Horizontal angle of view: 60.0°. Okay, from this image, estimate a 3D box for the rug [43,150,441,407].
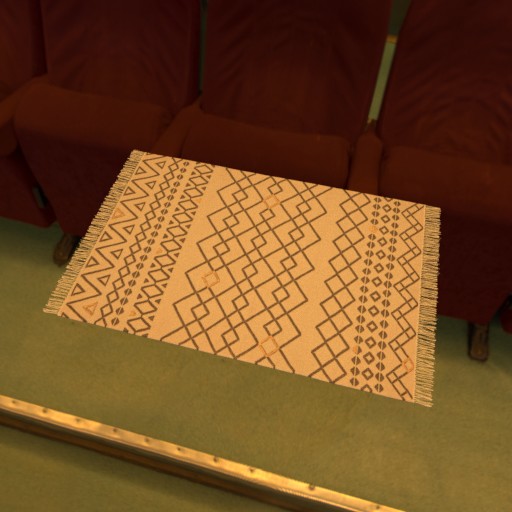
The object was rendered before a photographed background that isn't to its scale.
[{"bbox_3d":[0.000,0.000,2.511,2.023,0.028,1.224,12,58,8],"label":"rug"}]
